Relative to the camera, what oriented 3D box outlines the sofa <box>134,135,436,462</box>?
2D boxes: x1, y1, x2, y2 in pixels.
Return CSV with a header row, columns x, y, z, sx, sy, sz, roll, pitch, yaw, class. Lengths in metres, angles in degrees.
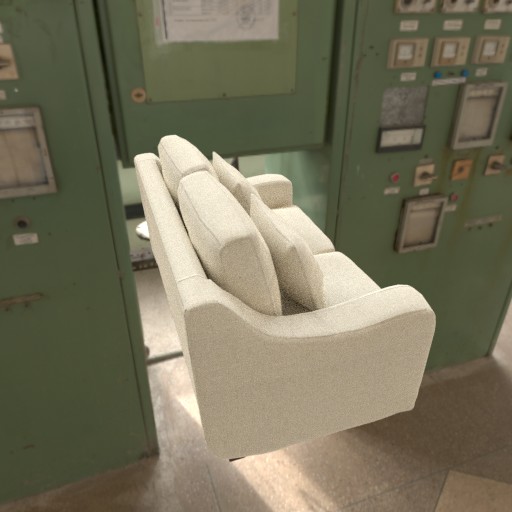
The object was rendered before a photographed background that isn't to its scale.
x,y,z,sx,sy,sz,roll,pitch,yaw,class
0.000,0.000,2.372,1.040,1.047,1.744,-10,31,-16,sofa
